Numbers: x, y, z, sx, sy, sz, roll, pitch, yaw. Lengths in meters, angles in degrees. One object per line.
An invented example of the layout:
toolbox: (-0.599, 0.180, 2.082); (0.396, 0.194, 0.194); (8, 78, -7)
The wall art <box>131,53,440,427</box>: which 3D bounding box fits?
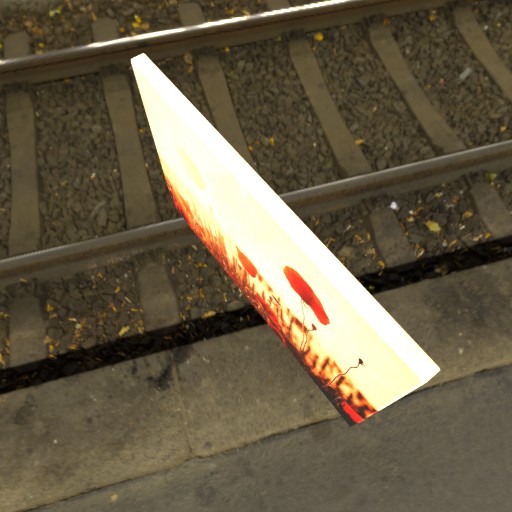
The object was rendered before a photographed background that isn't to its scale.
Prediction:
wall art: (0.000, 0.000, 1.127); (0.038, 0.602, 0.918); (-34, 68, -16)
